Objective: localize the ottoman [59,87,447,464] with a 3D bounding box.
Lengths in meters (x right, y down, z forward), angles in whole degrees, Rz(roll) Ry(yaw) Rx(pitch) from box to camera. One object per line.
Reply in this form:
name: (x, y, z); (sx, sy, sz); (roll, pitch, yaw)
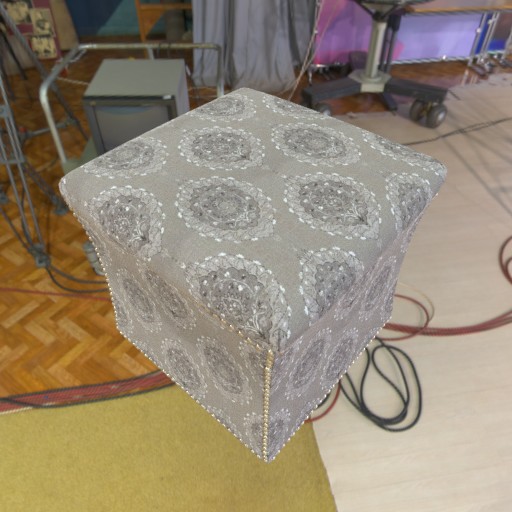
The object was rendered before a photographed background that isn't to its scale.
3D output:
ottoman: (0.000, 0.000, 0.901); (0.507, 0.473, 0.497); (32, 53, 28)
